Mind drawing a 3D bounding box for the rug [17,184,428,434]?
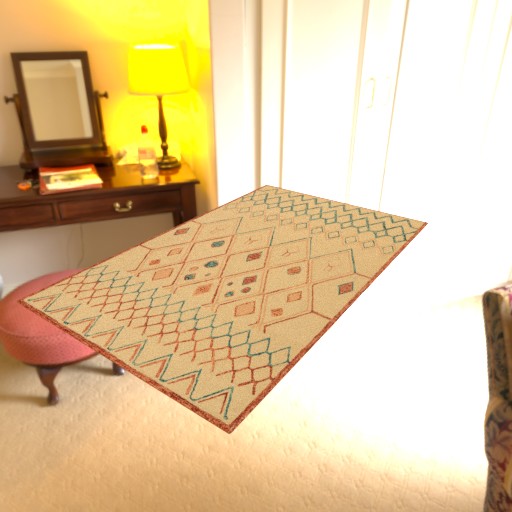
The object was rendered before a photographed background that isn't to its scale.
[{"bbox_3d":[0.000,0.000,2.941,1.524,0.015,2.438,19,33,31],"label":"rug"}]
